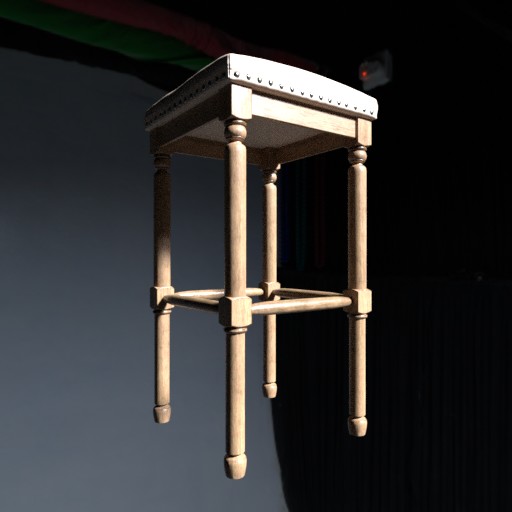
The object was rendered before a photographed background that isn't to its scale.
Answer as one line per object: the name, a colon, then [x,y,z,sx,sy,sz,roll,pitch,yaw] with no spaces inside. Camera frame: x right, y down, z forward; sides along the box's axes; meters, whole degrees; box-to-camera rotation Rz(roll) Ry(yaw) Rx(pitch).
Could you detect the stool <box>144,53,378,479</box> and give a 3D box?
stool: [0.000,0.000,0.997,0.383,0.768,0.382,0,0,-35]
